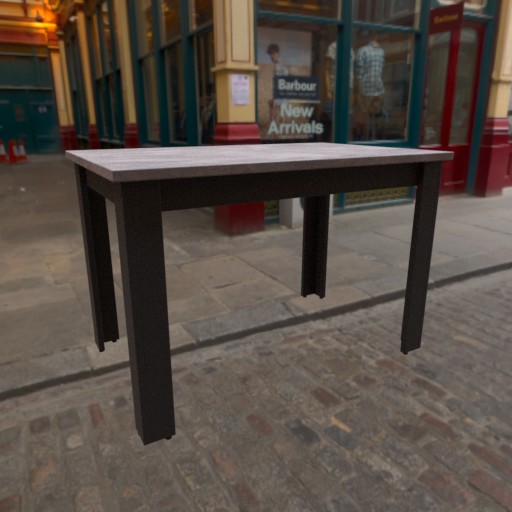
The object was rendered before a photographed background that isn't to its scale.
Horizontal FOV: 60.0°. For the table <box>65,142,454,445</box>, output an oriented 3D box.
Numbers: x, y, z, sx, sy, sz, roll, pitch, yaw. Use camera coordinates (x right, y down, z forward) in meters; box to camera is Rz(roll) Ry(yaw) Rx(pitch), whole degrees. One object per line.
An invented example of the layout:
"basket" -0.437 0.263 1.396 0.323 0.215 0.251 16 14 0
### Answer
"table" 0.000 0.000 1.593 1.100 0.734 0.700 -10 20 -28
